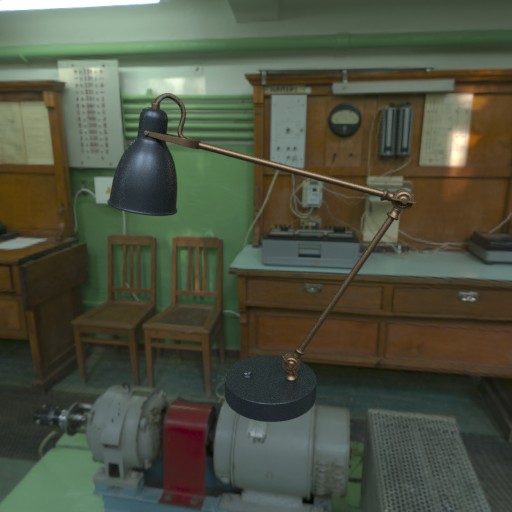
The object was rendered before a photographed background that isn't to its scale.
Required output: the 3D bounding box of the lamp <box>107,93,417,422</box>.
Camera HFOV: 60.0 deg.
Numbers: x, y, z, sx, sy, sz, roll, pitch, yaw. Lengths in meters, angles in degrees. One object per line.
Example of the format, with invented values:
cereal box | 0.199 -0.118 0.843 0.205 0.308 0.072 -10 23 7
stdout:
lamp | 0.000 0.000 0.838 0.561 0.587 0.187 2 16 8
